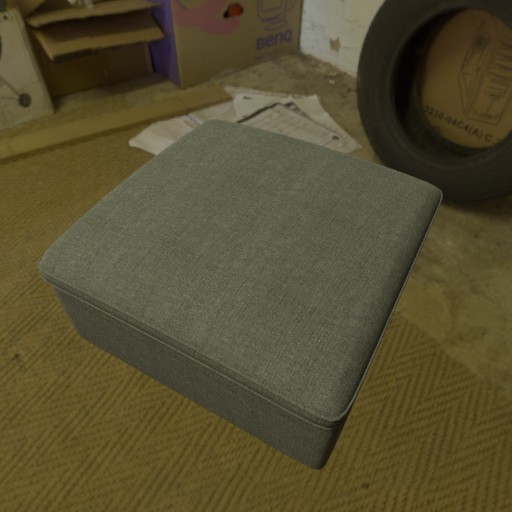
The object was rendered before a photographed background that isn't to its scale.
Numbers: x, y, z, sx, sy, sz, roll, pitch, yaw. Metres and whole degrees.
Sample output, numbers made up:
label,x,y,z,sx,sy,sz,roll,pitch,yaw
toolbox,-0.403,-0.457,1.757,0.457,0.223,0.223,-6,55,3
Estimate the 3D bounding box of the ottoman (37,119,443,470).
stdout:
label,x,y,z,sx,sy,sz,roll,pitch,yaw
ottoman,0.000,0.000,1.660,1.067,0.559,1.067,22,51,20
